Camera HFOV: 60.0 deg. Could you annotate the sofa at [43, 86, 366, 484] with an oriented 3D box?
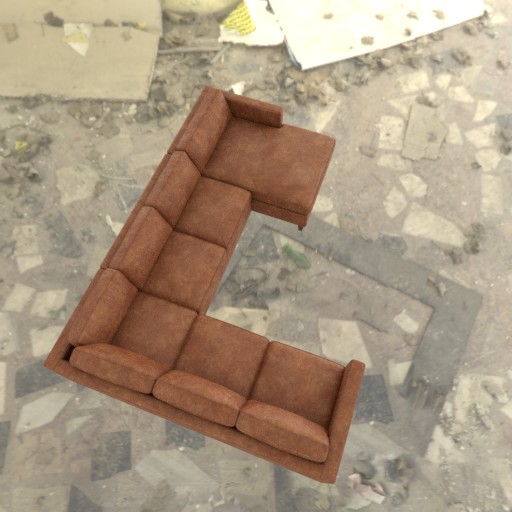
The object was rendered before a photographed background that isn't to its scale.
[{"bbox_3d":[0.000,0.000,4.331,2.452,0.888,3.324,18,65,9],"label":"sofa"}]
